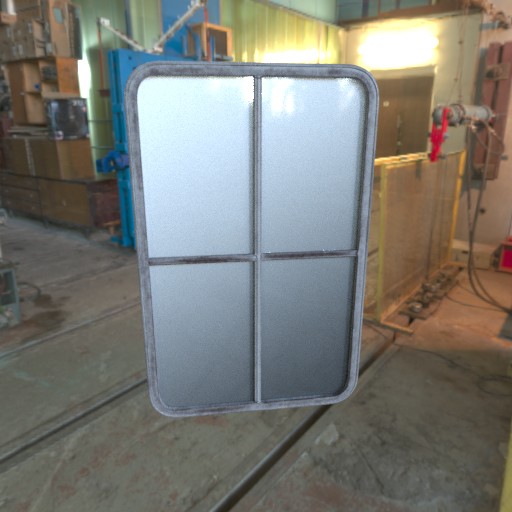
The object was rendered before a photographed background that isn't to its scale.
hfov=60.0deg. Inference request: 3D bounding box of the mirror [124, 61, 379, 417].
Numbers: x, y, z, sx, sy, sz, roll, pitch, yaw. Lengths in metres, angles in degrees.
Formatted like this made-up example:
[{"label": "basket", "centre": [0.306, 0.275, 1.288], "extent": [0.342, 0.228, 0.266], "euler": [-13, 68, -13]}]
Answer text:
[{"label": "mirror", "centre": [0.000, 0.000, 0.886], "extent": [0.461, 0.713, 0.024], "euler": [-2, 17, -8]}]
